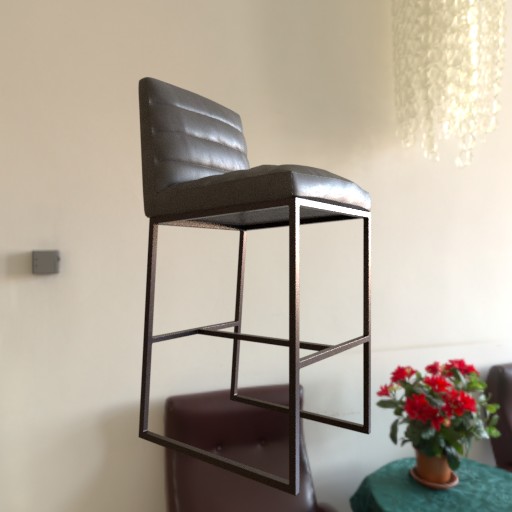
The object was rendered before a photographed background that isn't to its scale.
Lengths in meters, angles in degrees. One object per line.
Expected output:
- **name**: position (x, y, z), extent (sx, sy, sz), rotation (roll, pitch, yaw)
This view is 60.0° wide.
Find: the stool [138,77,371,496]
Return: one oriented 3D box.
- **stool**: position (0.000, 0.000, 1.319), extent (0.562, 1.065, 0.463), rotation (0, 0, 36)
